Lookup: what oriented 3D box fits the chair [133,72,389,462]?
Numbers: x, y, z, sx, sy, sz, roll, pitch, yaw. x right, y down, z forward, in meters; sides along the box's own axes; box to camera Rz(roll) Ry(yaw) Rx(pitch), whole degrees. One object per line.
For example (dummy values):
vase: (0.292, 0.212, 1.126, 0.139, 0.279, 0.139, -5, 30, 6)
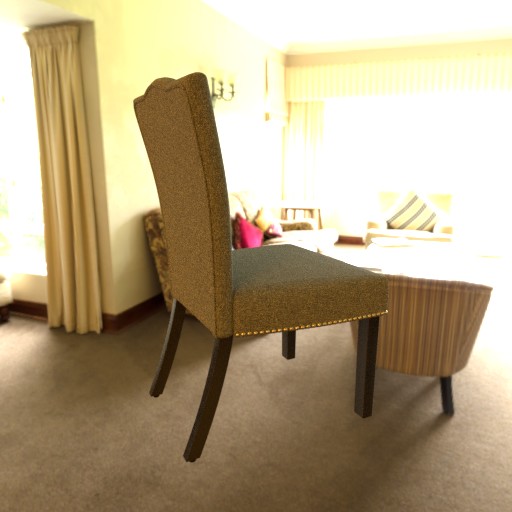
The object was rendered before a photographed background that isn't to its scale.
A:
chair: (0.000, 0.000, 1.302, 0.589, 0.946, 0.518, -7, 15, -27)
